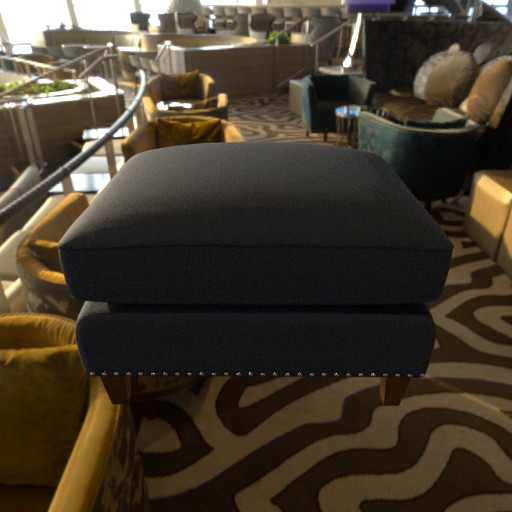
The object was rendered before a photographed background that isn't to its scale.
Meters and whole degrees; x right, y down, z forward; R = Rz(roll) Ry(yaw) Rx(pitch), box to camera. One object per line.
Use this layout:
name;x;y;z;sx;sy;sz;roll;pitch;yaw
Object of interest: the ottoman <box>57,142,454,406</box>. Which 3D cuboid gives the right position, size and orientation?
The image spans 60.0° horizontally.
ottoman;0.000;0.000;1.132;0.741;0.513;0.584;0;29;0
